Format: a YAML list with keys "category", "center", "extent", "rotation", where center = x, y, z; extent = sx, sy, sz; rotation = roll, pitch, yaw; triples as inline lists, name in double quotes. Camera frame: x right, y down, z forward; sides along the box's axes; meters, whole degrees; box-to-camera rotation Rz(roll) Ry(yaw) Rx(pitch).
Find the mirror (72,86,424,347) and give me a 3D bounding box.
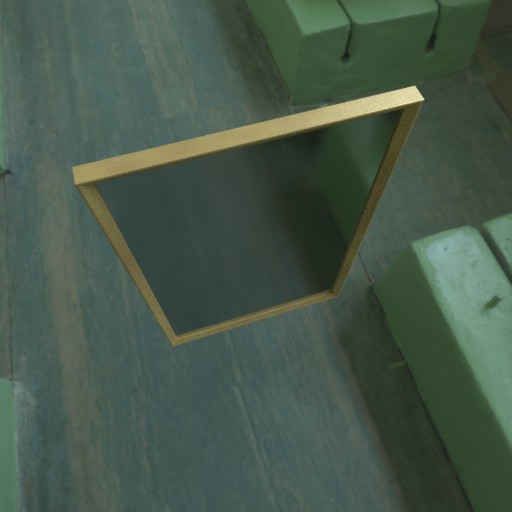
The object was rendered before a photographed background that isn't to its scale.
- category: "mirror"
  center: [0.000, 0.000, 1.152]
  extent: [0.609, 0.915, 0.041]
  rotation: [-16, 64, -8]
